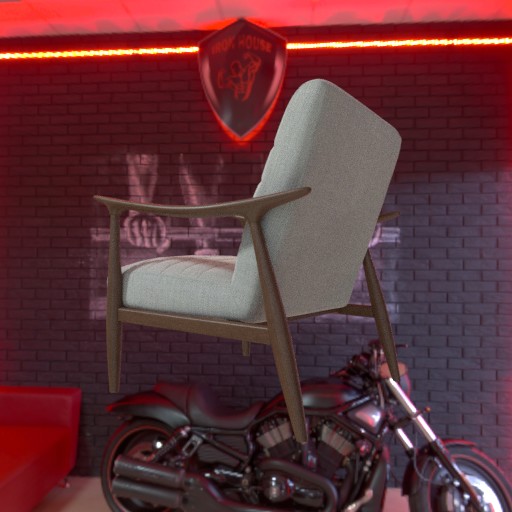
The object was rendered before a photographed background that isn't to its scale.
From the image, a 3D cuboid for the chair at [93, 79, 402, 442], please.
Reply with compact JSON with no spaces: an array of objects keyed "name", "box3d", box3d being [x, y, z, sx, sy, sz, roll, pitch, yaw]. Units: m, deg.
[{"name":"chair","box3d":[0.000,0.000,1.446,0.798,0.832,0.741,-1,-1,37]}]
